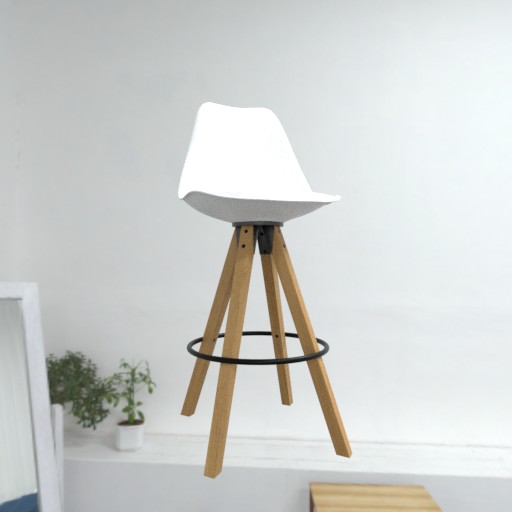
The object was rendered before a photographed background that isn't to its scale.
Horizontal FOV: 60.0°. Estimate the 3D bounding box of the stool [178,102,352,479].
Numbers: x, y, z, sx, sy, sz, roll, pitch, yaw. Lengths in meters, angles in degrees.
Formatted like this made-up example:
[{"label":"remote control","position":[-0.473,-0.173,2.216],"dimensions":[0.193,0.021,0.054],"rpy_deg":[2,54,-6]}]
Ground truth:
[{"label":"stool","position":[0.000,0.000,1.410],"dimensions":[0.482,1.115,0.549],"rpy_deg":[0,0,-17]}]
